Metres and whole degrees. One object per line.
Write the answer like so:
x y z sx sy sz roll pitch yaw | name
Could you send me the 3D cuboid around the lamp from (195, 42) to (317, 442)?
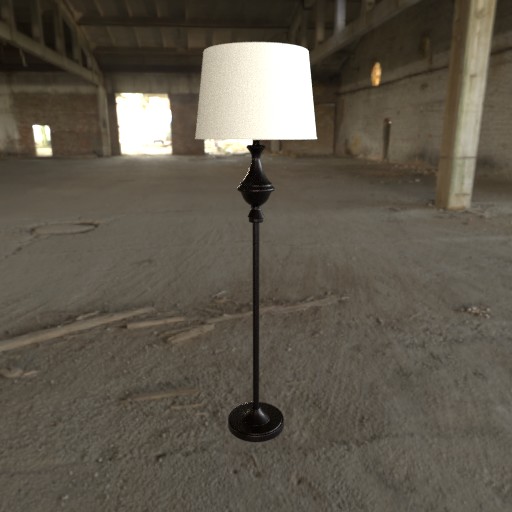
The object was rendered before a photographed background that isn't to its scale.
0.000 0.000 1.692 0.431 1.484 0.431 0 16 0 | lamp
